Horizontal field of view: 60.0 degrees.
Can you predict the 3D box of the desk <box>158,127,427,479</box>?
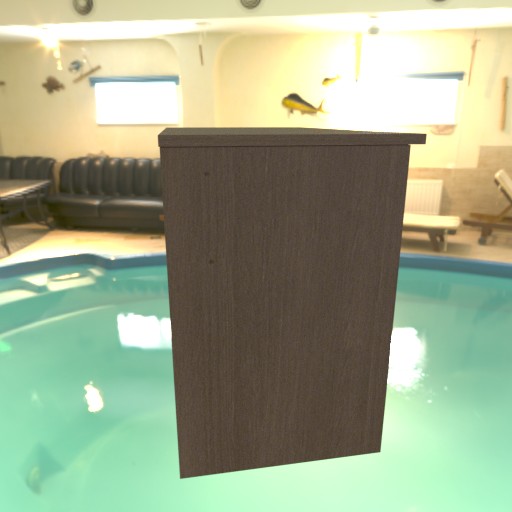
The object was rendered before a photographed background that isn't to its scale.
[{"bbox_3d":[0.000,0.000,1.321,0.498,0.724,0.893,-3,17,-10],"label":"desk"}]
